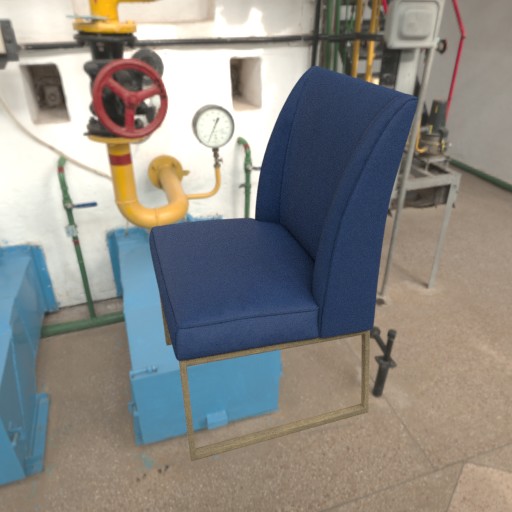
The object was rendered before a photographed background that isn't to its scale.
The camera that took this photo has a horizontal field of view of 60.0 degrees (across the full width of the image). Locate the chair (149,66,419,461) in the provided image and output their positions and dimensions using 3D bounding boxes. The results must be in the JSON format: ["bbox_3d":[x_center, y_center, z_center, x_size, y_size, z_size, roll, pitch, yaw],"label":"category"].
[{"bbox_3d":[0.000,0.000,1.173,0.522,0.863,0.508,-9,32,-15],"label":"chair"}]
